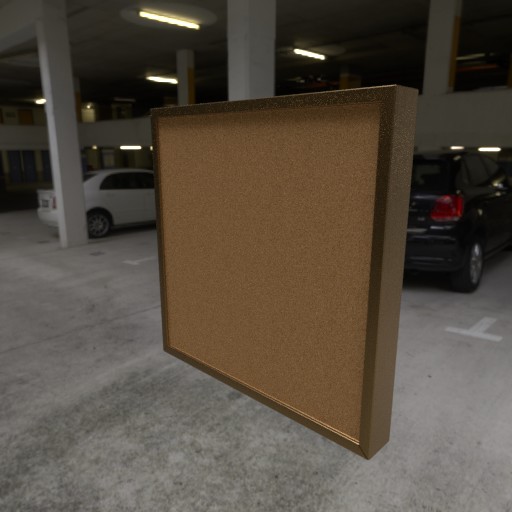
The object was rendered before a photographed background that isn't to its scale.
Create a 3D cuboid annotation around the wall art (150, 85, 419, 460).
[{"bbox_3d":[0.000,0.000,0.460,0.305,0.305,0.037,13,19,42],"label":"wall art"}]
